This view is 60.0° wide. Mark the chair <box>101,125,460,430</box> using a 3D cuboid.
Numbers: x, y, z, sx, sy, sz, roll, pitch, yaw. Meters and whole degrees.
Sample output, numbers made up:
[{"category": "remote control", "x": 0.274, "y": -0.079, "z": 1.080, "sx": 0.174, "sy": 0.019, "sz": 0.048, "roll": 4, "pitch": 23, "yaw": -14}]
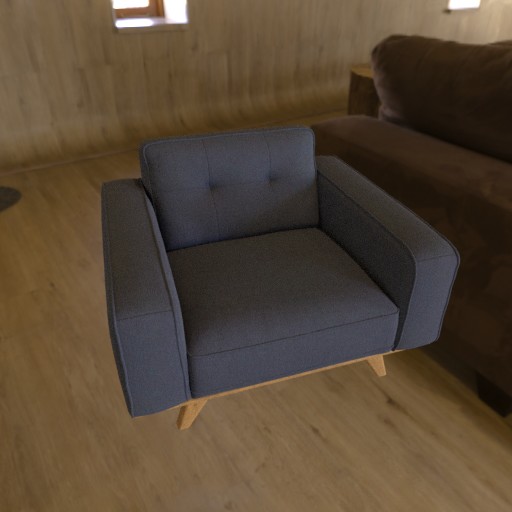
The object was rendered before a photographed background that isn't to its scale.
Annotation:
[{"category": "chair", "x": 0.000, "y": 0.000, "z": 1.740, "sx": 1.118, "sy": 0.783, "sz": 0.953, "roll": -10, "pitch": 34, "yaw": -15}]
